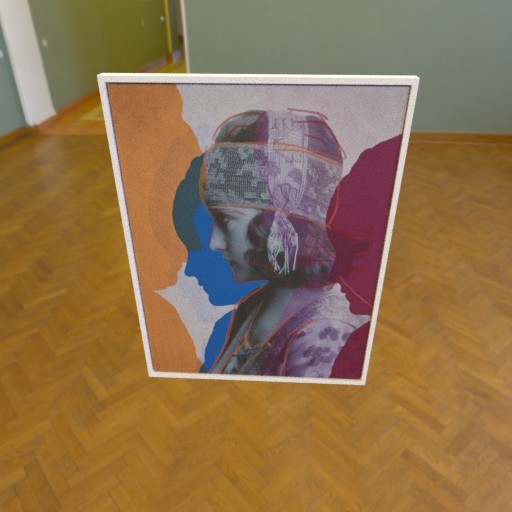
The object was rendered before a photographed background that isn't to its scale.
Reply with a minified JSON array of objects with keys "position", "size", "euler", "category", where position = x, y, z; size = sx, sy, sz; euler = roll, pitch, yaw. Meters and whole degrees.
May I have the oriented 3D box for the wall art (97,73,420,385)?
[{"position":[0.000,0.000,1.375],"size":[0.795,1.050,0.039],"euler":[2,31,3],"category":"wall art"}]
